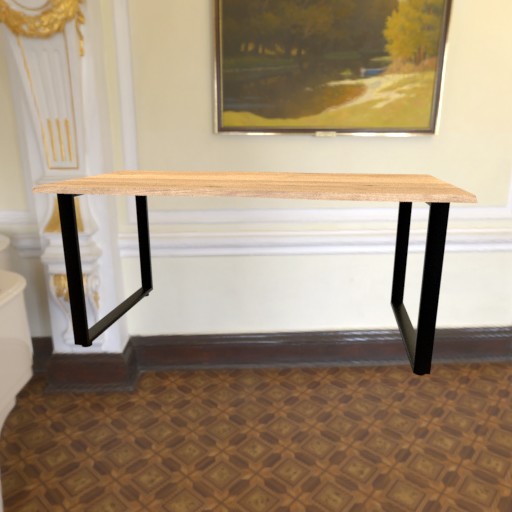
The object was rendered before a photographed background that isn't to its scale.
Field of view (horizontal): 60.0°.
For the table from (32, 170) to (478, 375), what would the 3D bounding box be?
[{"bbox_3d":[0.000,0.000,2.282,1.800,0.780,0.900,3,16,9],"label":"table"}]
